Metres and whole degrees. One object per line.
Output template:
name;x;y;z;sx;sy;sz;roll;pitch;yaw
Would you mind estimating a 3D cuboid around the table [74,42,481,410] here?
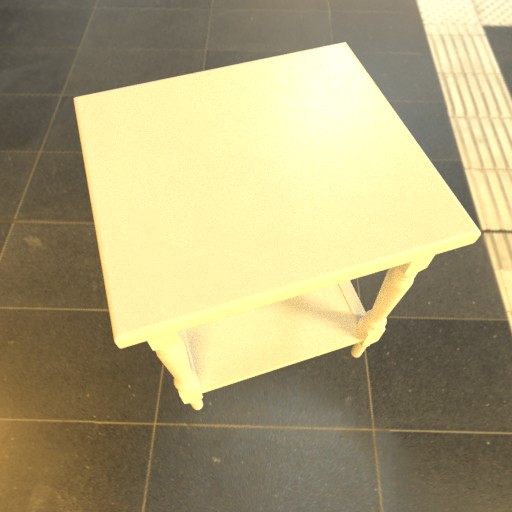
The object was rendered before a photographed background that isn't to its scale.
table;0.000;0.000;0.897;0.488;0.565;0.442;-16;60;-9
